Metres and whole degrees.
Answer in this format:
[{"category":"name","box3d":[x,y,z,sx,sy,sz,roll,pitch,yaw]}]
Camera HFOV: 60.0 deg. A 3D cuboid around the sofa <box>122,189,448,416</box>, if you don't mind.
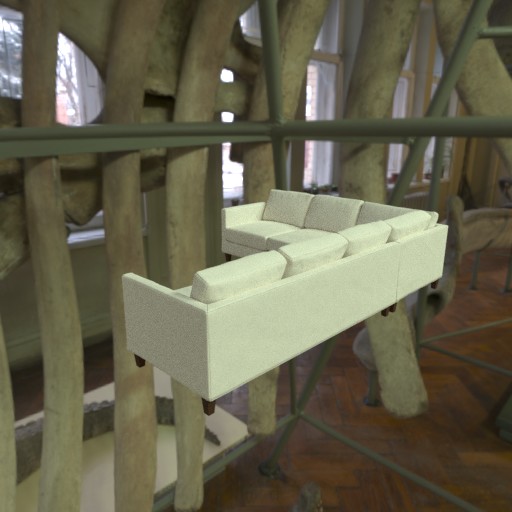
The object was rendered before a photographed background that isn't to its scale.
[{"category":"sofa","box3d":[0.000,0.000,4.340,3.182,0.863,2.432,-15,22,-43]}]
